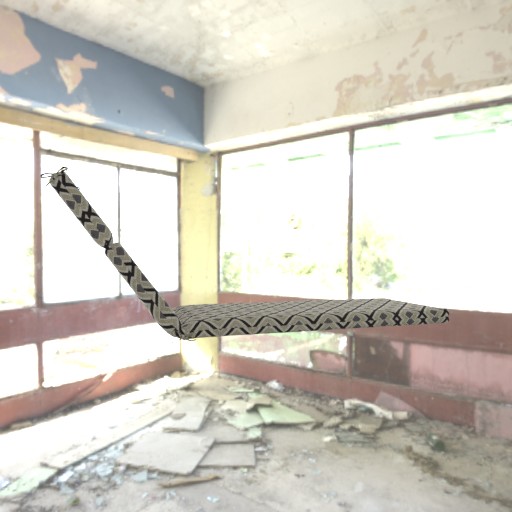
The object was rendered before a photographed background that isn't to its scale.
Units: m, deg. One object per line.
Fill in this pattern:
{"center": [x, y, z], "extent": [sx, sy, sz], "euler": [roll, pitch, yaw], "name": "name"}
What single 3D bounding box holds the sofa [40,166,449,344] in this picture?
{"center": [0.000, 0.000, 1.968], "extent": [1.663, 0.622, 0.582], "euler": [0, 1, -17], "name": "sofa"}
